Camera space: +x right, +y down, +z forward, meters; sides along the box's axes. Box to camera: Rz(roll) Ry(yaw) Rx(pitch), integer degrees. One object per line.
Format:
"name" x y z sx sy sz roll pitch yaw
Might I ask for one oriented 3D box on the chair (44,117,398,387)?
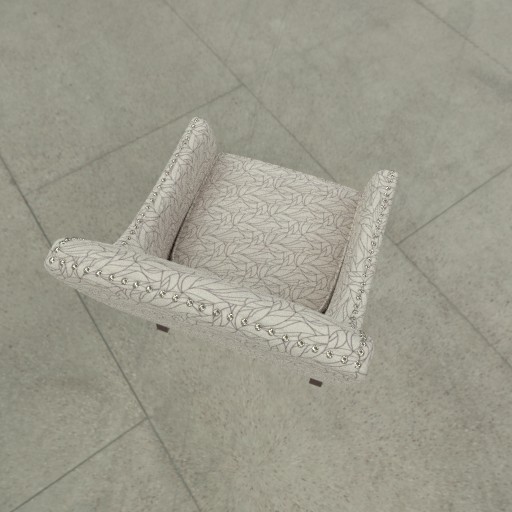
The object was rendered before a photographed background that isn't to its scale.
"chair" 0.000 0.000 1.243 0.623 0.816 0.651 18 65 8
